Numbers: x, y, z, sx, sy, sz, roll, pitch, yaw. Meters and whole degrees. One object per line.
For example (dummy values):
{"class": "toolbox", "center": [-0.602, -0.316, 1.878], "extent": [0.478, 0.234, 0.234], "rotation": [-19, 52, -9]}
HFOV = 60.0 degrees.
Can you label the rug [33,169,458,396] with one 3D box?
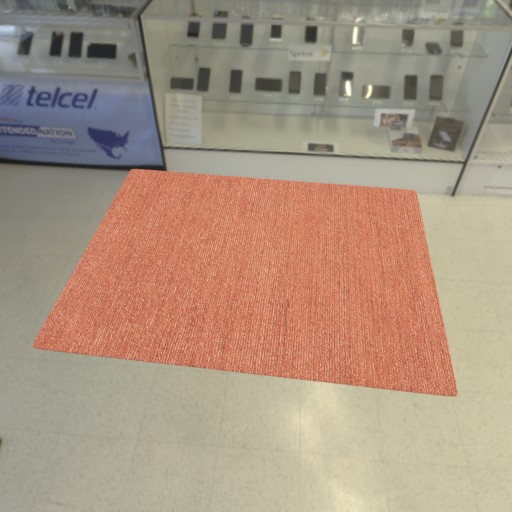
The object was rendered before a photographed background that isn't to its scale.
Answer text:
{"class": "rug", "center": [0.000, 0.000, 2.712], "extent": [2.112, 0.009, 1.594], "rotation": [5, 46, 5]}
